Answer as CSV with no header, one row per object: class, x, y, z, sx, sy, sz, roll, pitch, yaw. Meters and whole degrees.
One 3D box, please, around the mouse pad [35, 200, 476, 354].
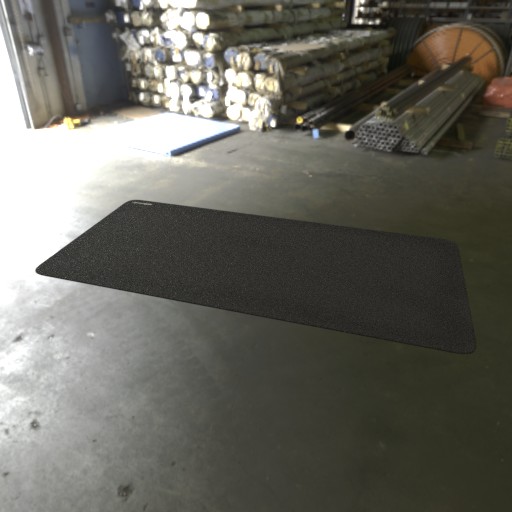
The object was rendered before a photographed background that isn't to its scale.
mouse pad,0.000,0.000,1.029,0.907,0.003,0.424,9,32,14
